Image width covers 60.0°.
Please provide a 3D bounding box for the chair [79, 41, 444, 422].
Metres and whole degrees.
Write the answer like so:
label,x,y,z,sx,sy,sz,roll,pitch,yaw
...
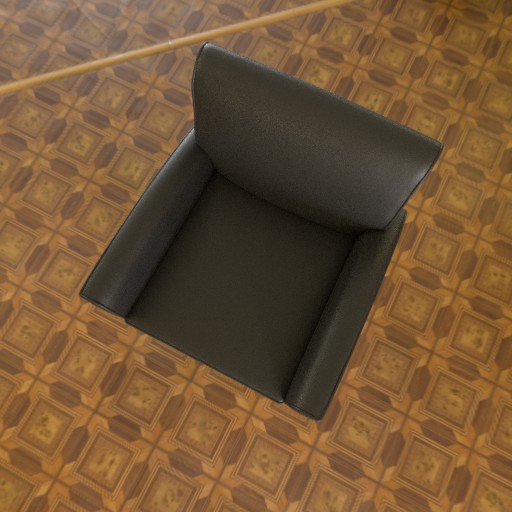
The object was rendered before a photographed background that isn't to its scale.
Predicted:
label,x,y,z,sx,sy,sz,roll,pitch,yaw
chair,0.000,0.000,1.559,0.820,0.916,0.819,26,77,7
